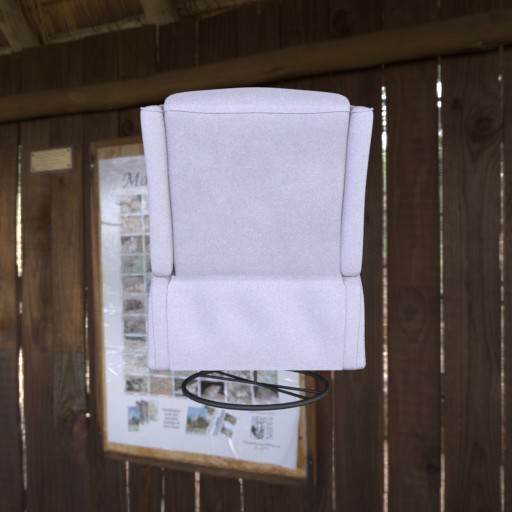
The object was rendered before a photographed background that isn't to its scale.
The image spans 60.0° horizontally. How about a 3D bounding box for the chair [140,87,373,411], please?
[{"bbox_3d":[0.000,0.000,1.729,0.847,1.011,0.969,0,0,-1],"label":"chair"}]
